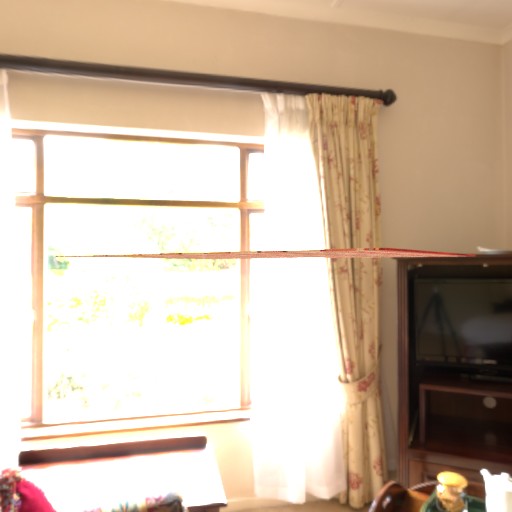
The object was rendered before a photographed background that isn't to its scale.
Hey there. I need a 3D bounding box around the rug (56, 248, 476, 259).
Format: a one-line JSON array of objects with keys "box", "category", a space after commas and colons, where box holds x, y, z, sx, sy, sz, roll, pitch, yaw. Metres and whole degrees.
[{"box": [0.000, 0.000, 3.017, 2.431, 0.010, 1.535, -1, -1, 38], "category": "rug"}]
